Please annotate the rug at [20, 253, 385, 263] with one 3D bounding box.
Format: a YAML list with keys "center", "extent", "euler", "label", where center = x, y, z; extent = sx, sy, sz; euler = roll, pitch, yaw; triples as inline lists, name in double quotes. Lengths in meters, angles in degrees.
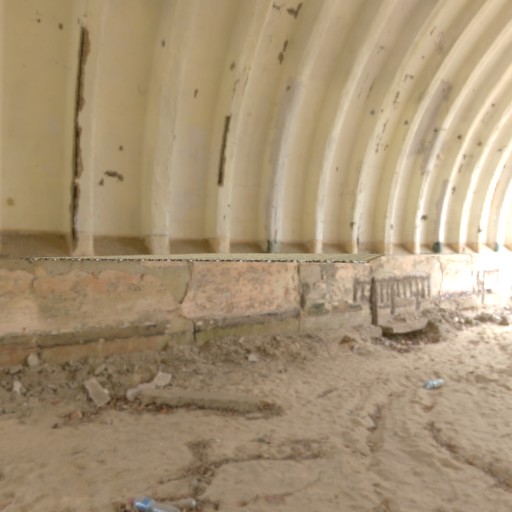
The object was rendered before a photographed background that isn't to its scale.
- center: [0.000, 0.000, 2.271]
  extent: [1.247, 0.008, 1.802]
  euler: [0, 1, 18]
  label: "rug"
